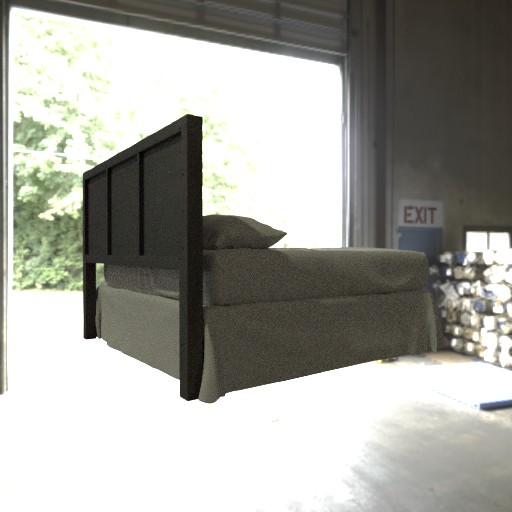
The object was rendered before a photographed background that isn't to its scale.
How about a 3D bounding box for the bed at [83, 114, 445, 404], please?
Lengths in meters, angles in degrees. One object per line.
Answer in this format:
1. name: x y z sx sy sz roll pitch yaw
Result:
1. bed: 0.000 0.000 2.914 1.785 1.142 1.772 0 0 -35
